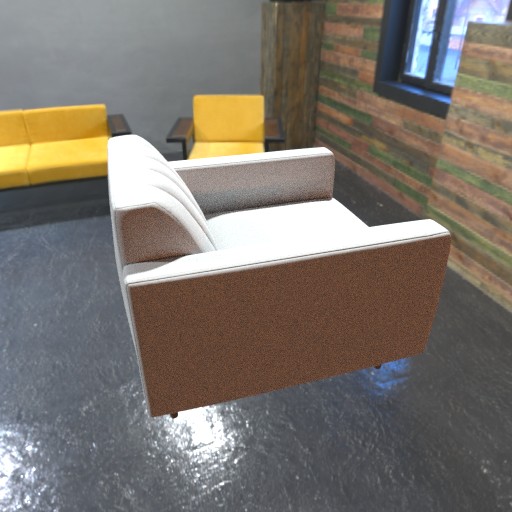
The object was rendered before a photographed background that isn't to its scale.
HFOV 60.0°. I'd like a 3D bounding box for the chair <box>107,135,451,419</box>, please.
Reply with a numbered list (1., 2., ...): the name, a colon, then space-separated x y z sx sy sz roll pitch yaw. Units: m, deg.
1. chair: 0.000 0.000 1.689 0.998 0.819 0.953 -9 32 -15
